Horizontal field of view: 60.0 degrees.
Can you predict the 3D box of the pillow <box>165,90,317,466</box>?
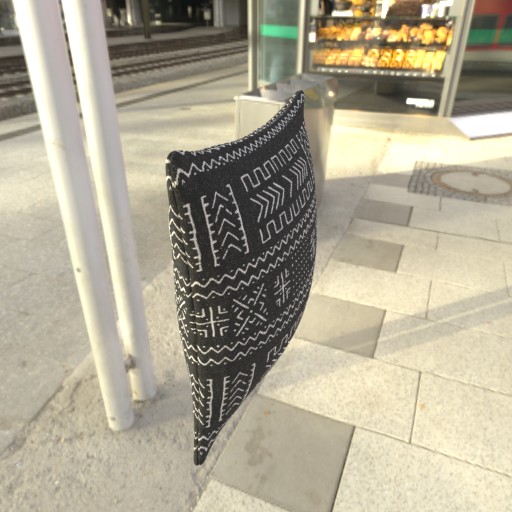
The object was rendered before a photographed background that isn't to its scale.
[{"bbox_3d":[0.000,0.000,0.673,0.164,0.430,0.438,10,30,18],"label":"pillow"}]
